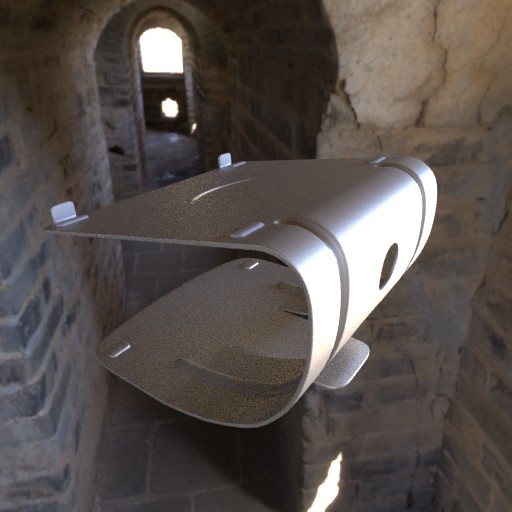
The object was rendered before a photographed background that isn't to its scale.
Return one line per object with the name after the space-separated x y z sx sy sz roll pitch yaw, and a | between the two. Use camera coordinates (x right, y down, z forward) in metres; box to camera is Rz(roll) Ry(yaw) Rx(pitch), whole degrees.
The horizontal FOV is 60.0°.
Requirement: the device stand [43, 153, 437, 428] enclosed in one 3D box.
0.000 0.000 0.393 0.236 0.155 0.256 17 31 31 | device stand
